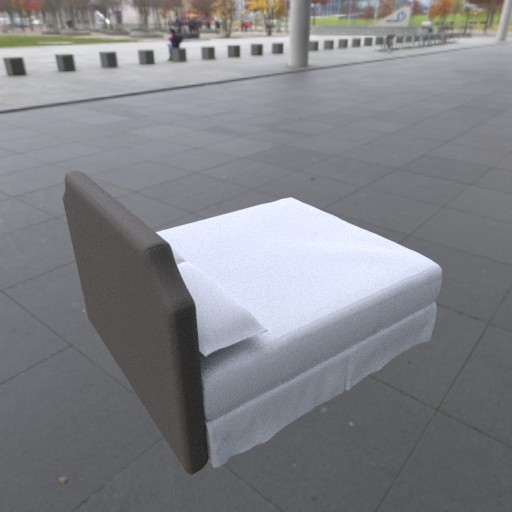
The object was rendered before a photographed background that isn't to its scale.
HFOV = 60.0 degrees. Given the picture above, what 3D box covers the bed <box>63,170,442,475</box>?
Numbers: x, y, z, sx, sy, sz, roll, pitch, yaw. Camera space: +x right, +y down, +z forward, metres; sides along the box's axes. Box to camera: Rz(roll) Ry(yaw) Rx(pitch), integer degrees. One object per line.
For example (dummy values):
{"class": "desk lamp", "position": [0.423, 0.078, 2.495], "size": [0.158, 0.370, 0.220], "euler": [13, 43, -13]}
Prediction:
{"class": "bed", "position": [0.000, 0.000, 3.852], "size": [2.536, 1.561, 2.194], "euler": [-19, 33, -31]}
